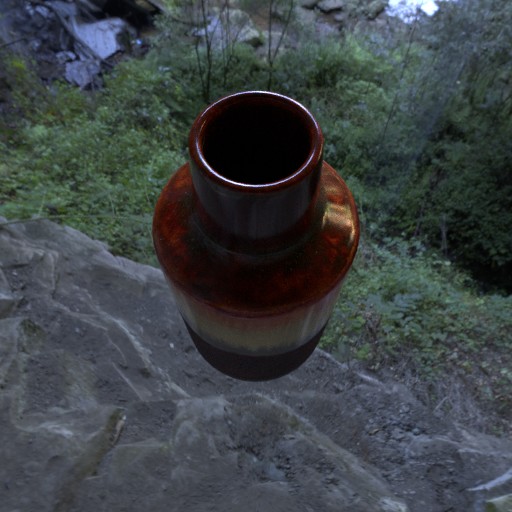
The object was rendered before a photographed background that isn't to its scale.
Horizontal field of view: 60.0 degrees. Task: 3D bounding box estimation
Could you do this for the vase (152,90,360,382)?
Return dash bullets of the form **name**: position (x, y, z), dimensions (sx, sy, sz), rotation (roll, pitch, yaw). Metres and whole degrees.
- **vase**: position (0.000, 0.000, 0.265), dimensions (0.108, 0.204, 0.108), rotation (0, 63, 0)
